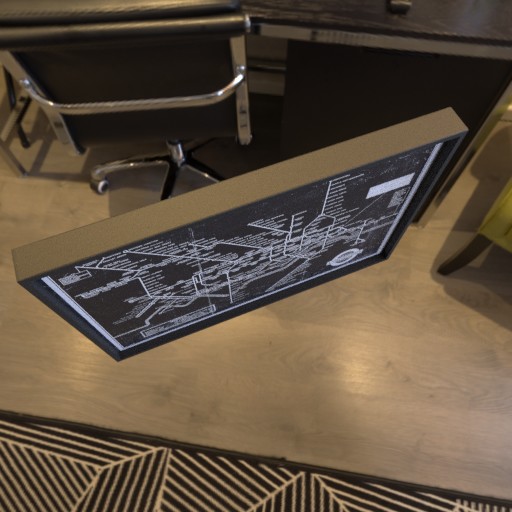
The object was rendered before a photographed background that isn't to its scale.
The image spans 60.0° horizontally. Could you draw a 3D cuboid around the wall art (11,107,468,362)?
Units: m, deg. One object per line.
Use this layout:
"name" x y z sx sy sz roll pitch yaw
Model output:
"wall art" 0.000 0.000 0.829 0.671 0.456 0.051 -20 66 -9
